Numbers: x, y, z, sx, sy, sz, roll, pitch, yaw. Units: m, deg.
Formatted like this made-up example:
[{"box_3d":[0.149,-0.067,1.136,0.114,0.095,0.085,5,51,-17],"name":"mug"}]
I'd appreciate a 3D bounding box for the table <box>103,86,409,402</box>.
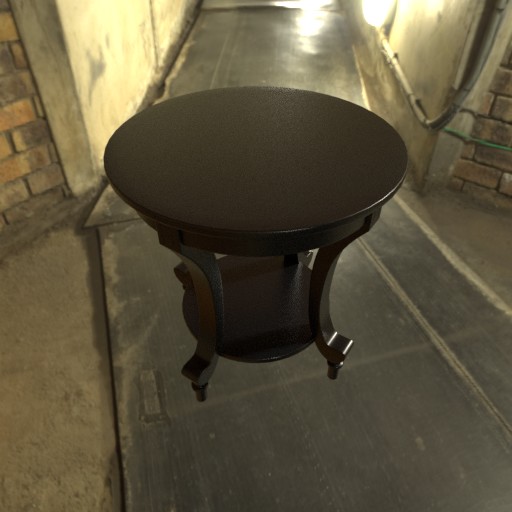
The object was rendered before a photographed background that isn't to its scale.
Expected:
[{"box_3d":[0.000,0.000,1.095,0.597,0.618,0.597,0,41,0],"name":"table"}]
